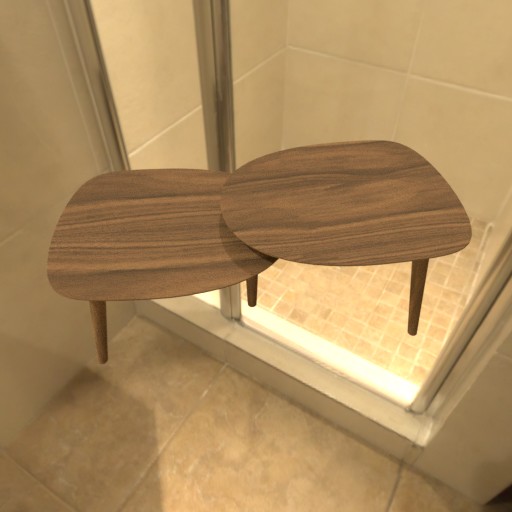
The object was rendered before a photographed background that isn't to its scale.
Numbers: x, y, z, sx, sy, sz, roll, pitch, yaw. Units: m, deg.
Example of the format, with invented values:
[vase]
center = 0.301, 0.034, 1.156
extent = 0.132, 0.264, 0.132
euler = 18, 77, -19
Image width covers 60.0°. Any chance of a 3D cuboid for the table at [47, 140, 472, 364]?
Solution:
[table]
center = 0.000, 0.000, 1.337
extent = 1.084, 0.429, 0.527
euler = -4, 46, -4
